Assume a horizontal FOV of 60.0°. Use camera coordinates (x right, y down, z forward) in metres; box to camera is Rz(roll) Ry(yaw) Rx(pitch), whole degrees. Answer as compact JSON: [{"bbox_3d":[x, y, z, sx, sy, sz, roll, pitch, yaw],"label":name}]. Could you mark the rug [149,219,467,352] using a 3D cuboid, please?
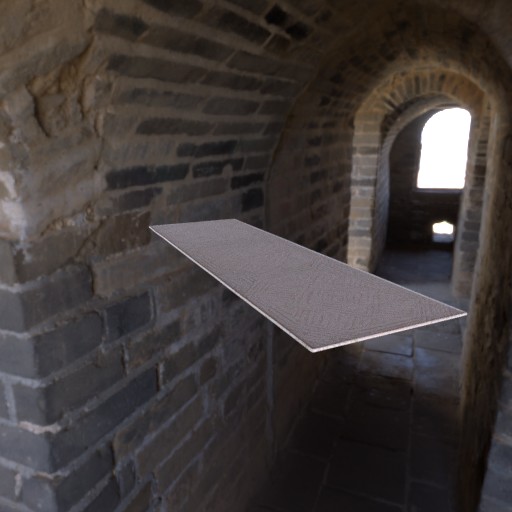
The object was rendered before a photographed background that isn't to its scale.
[{"bbox_3d":[0.000,0.000,2.751,0.775,0.012,2.452,-7,17,-25],"label":"rug"}]
